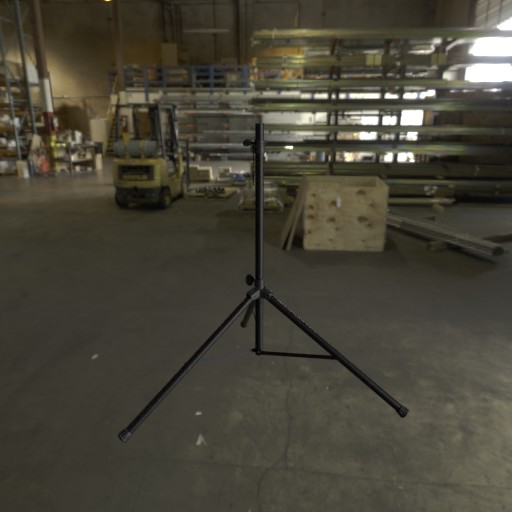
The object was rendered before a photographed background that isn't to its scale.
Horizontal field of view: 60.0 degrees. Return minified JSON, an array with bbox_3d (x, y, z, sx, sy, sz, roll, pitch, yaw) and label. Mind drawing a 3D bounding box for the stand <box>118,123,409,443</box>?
[{"bbox_3d":[0.000,0.000,2.780,1.596,1.595,1.339,-2,17,-6],"label":"stand"}]
